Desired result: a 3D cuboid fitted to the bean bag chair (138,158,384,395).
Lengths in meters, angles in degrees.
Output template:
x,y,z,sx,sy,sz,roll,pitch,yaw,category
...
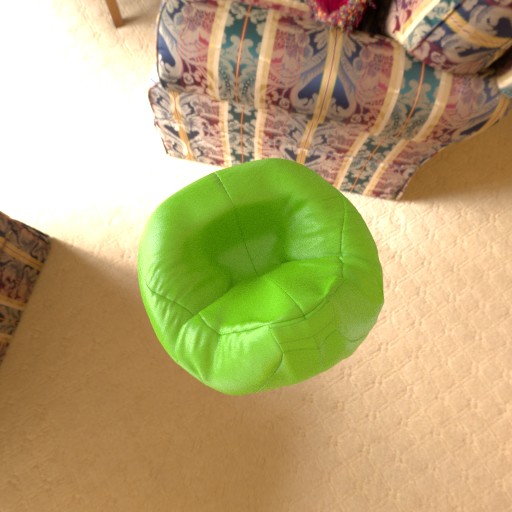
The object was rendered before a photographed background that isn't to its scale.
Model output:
x,y,z,sx,sy,sz,roll,pitch,yaw,category
0.000,0.000,1.891,1.070,0.990,1.070,-23,76,-6,bean bag chair
